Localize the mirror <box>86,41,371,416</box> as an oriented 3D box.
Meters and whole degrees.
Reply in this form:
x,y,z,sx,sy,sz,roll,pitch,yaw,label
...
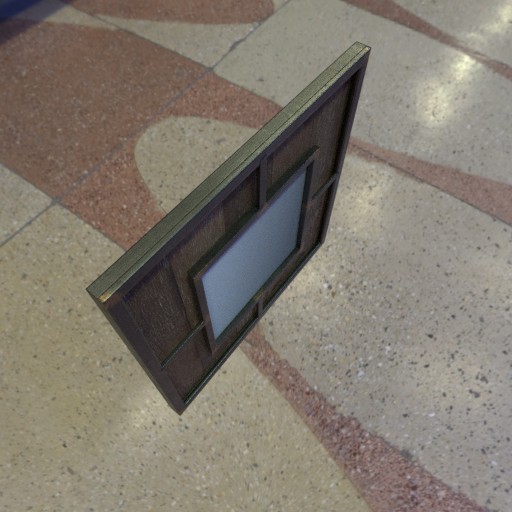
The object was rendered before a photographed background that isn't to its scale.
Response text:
x,y,z,sx,sy,sz,roll,pitch,yaw,label
0.000,0.000,0.561,0.020,0.381,0.382,33,64,19,mirror
